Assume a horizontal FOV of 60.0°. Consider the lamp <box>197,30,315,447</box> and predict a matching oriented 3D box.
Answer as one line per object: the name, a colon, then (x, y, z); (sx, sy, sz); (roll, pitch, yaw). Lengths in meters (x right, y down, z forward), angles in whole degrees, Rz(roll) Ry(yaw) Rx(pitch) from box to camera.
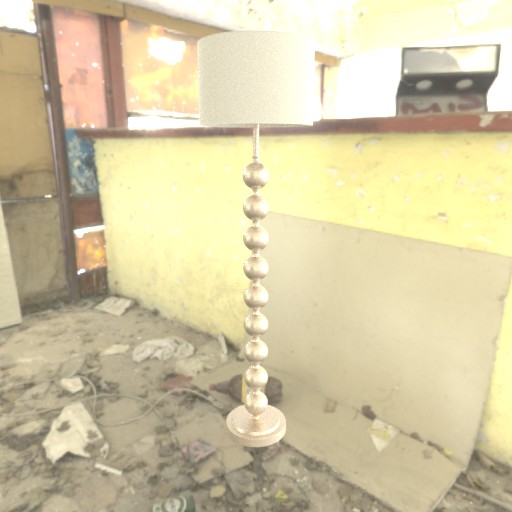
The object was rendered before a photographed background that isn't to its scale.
lamp: (0.000, 0.000, 1.665); (0.394, 1.474, 0.394); (-7, 16, -26)
